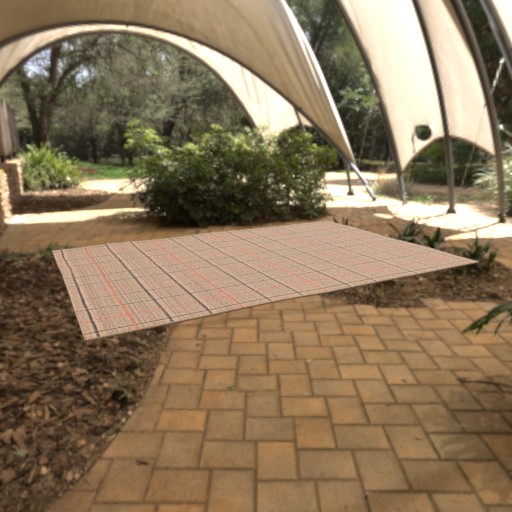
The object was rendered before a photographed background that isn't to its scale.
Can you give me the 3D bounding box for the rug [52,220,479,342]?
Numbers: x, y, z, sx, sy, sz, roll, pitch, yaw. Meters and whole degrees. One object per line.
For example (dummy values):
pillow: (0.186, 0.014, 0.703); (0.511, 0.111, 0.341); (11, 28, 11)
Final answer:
rug: (0.000, 0.000, 2.276); (1.829, 0.013, 1.220); (-8, 17, -27)
